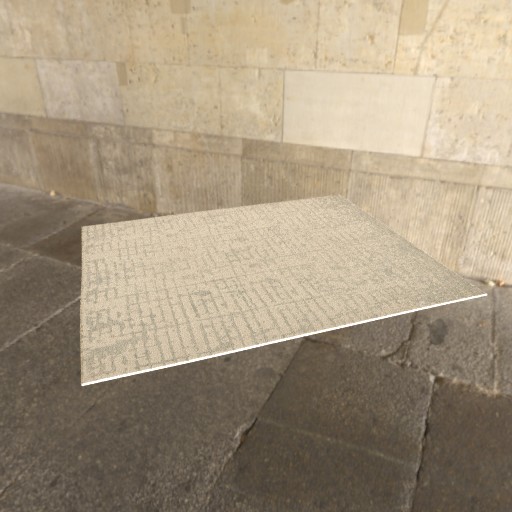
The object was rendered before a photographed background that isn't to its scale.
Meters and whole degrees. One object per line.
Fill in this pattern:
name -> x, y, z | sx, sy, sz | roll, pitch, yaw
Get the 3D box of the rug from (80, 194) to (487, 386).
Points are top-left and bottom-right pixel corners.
rug -> 0.000, 0.000, 4.101 | 3.061, 0.014, 2.447 | -9, 29, -17
